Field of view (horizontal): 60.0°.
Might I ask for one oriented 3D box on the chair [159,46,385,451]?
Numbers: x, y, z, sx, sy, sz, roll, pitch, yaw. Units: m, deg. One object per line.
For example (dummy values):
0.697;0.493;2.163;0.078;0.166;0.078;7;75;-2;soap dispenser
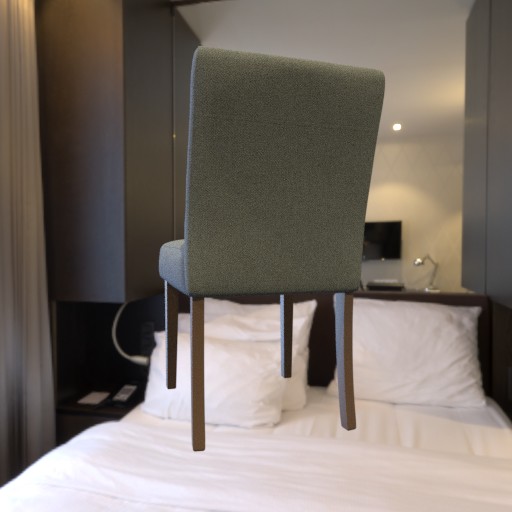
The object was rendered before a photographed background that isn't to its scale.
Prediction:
0.000;0.000;1.240;0.487;0.882;0.629;0;1;-17;chair
